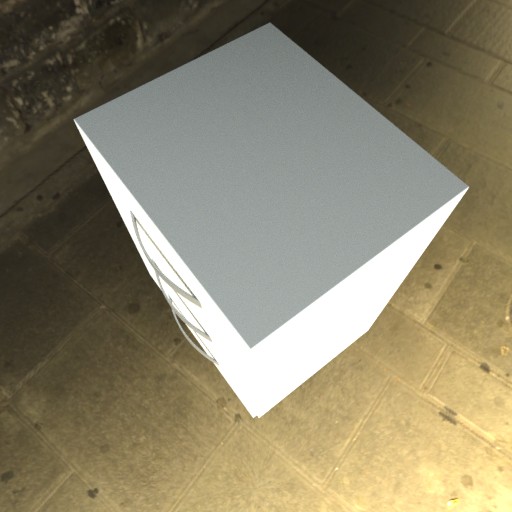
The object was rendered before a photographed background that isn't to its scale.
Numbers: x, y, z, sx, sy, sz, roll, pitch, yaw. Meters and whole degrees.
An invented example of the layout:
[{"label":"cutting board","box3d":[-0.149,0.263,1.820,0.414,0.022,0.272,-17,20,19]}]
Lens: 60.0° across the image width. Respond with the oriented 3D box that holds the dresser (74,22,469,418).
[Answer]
[{"label":"dresser","box3d":[0.000,0.000,0.819,0.360,0.560,0.400,-34,67,-16]}]
